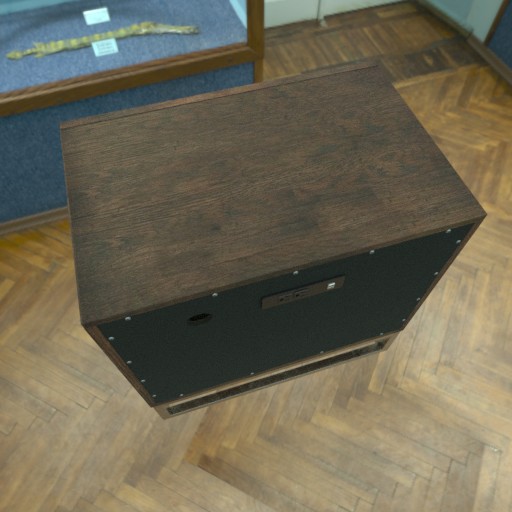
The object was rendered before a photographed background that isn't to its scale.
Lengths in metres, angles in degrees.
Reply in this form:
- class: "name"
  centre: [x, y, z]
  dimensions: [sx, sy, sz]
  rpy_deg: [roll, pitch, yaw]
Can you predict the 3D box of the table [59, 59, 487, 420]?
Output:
- class: "table"
  centre: [0.000, 0.000, 1.236]
  dimensions: [0.767, 0.746, 0.542]
  rpy_deg: [-15, 59, -9]
